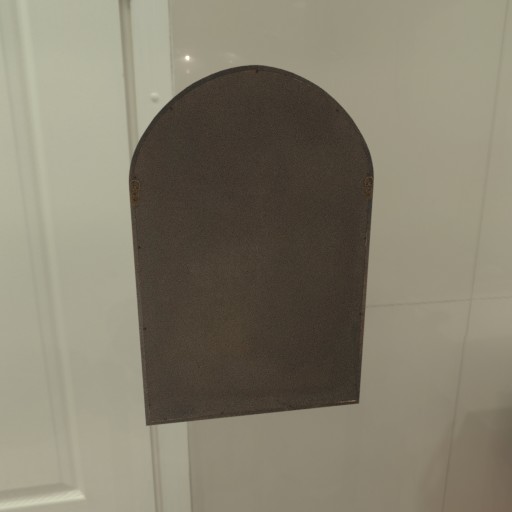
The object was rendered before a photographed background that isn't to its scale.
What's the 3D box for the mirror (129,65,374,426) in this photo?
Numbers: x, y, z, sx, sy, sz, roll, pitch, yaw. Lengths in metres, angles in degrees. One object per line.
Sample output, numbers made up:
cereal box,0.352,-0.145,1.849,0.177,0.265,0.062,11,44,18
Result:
mirror,0.000,0.000,1.149,0.609,0.915,0.032,-3,15,-10
